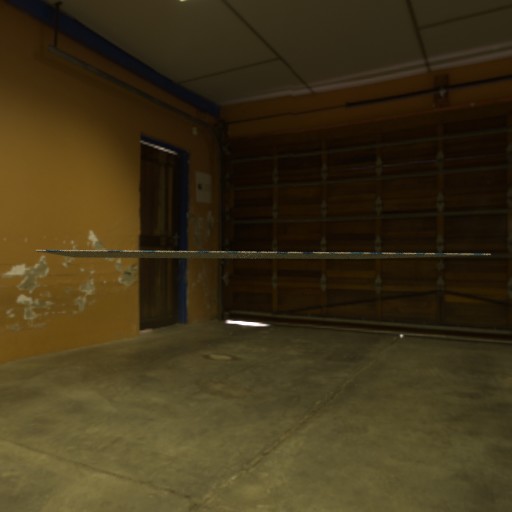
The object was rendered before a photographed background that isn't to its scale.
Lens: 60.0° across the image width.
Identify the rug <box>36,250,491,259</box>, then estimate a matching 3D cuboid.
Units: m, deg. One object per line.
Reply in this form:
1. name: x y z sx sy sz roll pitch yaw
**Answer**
1. rug: 0.000 0.000 2.995 2.439 0.008 1.531 0 -1 -16
